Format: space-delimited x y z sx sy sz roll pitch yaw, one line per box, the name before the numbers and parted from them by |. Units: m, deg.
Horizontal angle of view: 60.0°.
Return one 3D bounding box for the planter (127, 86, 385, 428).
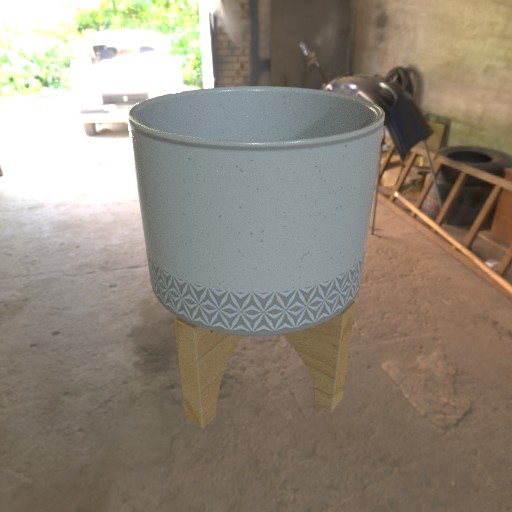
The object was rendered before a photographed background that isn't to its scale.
planter | 0.000 0.000 0.274 0.130 0.178 0.130 0 30 0
